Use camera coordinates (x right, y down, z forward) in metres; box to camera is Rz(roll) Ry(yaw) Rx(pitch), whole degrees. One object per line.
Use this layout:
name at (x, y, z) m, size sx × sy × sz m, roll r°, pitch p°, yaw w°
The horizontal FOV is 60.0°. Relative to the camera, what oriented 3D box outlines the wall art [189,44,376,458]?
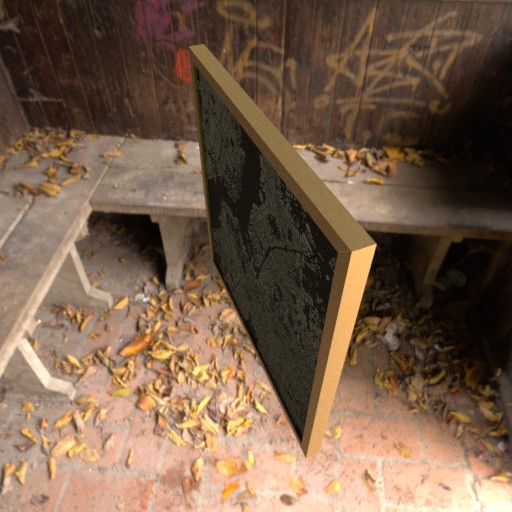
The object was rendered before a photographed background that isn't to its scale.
wall art at (0.000, 0.000, 2.829) m, size 0.099 × 1.926 × 1.926 m, roll -17°, pitch 48°, yaw -16°
